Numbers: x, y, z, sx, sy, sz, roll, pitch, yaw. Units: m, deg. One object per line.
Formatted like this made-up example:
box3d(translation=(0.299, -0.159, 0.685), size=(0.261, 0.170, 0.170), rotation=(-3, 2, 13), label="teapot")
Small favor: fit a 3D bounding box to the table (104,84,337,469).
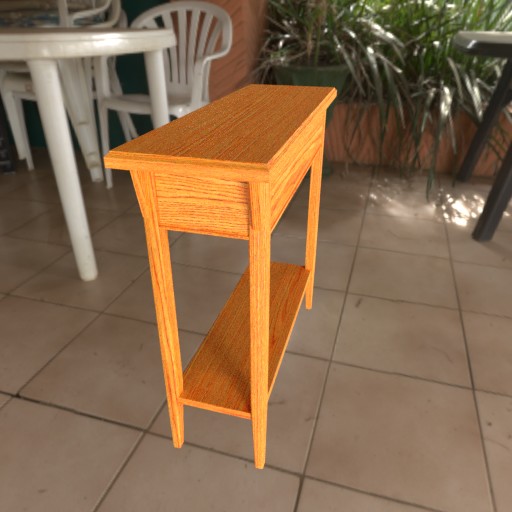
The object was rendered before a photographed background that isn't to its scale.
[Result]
box3d(translation=(0.000, 0.000, 1.115), size=(0.254, 0.711, 0.762), rotation=(8, 30, 14), label="table")
